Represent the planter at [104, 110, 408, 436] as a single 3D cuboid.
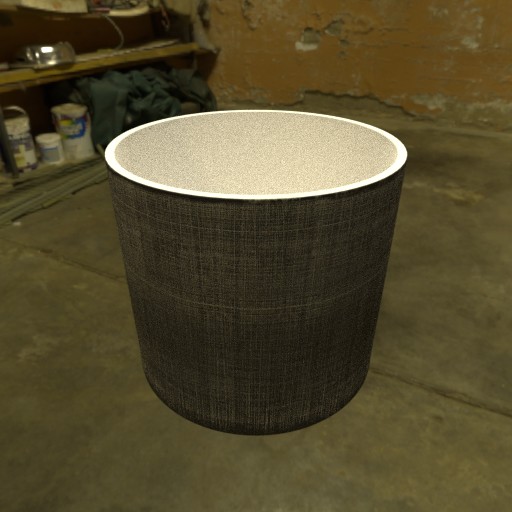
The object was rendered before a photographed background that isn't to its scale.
[{"bbox_3d":[0.000,0.000,0.387,0.221,0.201,0.221,0,30,0],"label":"planter"}]
